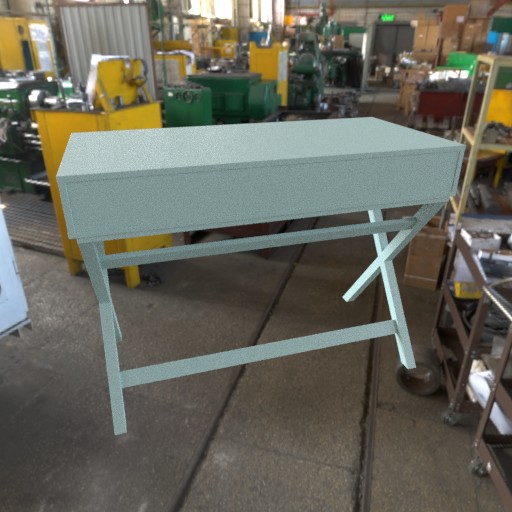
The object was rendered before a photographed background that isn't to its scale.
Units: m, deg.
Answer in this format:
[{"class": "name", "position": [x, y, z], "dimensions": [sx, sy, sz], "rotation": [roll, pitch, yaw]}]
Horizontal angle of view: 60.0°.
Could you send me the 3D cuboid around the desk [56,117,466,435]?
[{"class": "desk", "position": [0.000, 0.000, 1.488], "dimensions": [1.057, 0.780, 0.525], "rotation": [-8, 27, -15]}]
